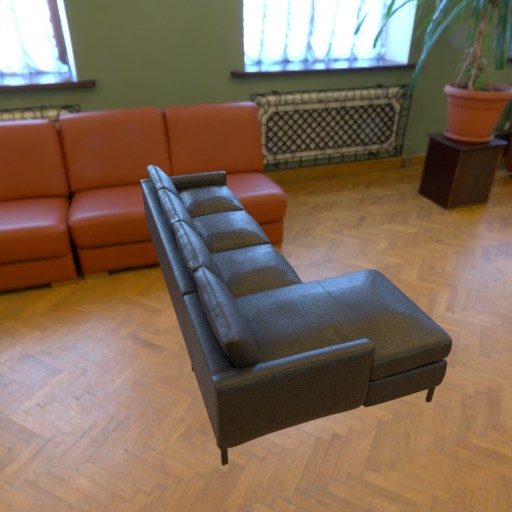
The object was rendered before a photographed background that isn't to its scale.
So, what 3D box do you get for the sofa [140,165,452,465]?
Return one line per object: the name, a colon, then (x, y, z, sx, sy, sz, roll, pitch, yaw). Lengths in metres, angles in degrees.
sofa: (0.000, 0.000, 3.649, 1.471, 0.859, 2.993, -10, 32, -17)
